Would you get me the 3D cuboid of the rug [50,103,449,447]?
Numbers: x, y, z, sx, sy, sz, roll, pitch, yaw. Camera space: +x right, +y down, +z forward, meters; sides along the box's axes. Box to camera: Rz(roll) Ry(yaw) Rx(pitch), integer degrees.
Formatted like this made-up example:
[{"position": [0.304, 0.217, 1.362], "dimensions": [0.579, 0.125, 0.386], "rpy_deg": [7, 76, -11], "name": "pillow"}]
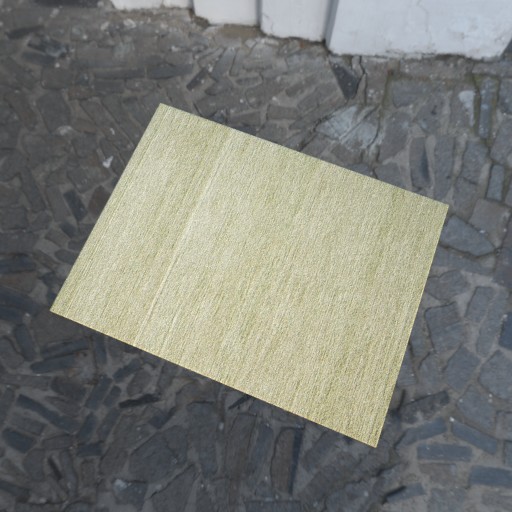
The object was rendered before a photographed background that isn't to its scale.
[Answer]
[{"position": [0.000, 0.000, 4.300], "dimensions": [3.198, 0.016, 2.425], "rpy_deg": [21, 75, 6], "name": "rug"}]
